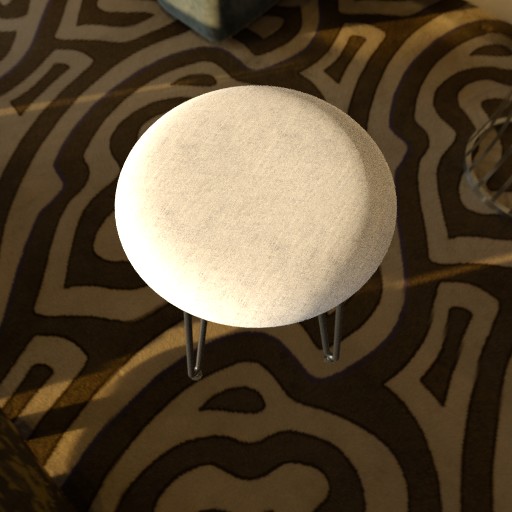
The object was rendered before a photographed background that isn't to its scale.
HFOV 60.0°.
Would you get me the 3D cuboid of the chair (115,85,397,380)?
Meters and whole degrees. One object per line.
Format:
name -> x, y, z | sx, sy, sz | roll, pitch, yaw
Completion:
chair -> 0.000, 0.000, 0.634 | 0.350, 0.386, 0.350 | 35, 69, 16
